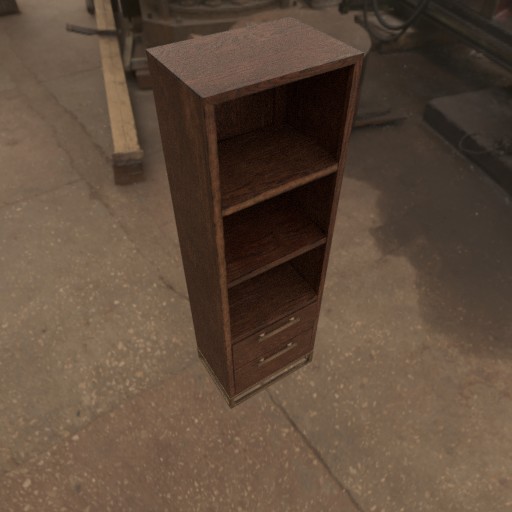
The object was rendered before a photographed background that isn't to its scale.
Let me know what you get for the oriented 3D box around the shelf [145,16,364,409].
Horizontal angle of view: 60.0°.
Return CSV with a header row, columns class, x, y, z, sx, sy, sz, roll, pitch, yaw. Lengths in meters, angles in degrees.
class,x,y,z,sx,sy,sz,roll,pitch,yaw
shelf,0.000,0.000,1.931,0.539,1.732,0.395,-24,51,-22
